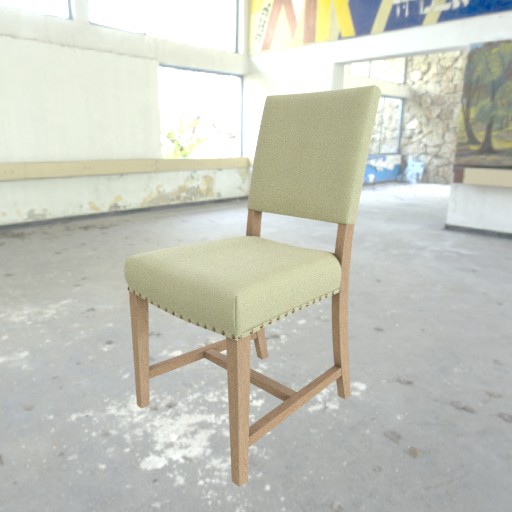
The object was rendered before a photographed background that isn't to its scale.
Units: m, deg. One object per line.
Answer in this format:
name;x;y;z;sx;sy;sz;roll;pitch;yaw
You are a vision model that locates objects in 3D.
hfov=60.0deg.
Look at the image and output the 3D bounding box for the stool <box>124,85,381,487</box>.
stool;0.000;0.000;1.351;0.623;0.986;0.508;-14;20;-43
